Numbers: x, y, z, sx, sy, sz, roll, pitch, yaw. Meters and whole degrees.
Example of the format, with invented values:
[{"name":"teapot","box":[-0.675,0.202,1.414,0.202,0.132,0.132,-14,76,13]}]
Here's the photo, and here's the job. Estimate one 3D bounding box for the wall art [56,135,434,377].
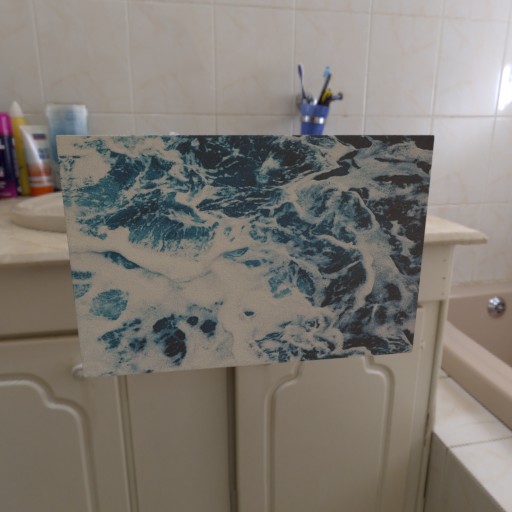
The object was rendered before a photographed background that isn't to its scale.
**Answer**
[{"name":"wall art","box":[0.000,0.000,1.159,0.915,0.610,0.042,-2,16,-9]}]
